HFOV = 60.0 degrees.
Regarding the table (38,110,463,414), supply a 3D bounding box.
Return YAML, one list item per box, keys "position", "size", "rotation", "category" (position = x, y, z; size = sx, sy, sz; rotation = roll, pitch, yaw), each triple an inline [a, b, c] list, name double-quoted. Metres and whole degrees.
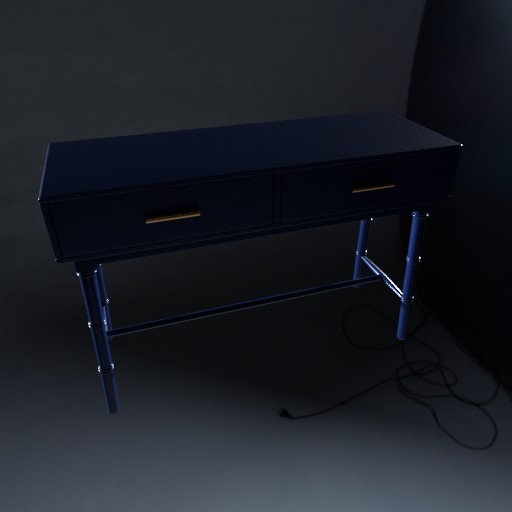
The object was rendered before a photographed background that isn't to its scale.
- position: [0.000, 0.000, 1.454]
  size: [1.118, 0.749, 0.399]
  rotation: [-10, 34, -15]
  category: "table"
